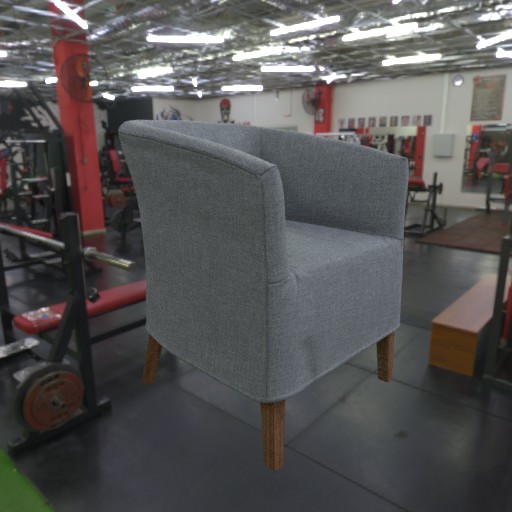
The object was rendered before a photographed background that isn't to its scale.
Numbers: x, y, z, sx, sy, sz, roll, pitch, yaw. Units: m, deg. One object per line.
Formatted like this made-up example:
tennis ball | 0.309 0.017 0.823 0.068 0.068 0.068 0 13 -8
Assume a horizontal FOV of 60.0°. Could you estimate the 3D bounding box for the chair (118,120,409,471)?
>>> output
chair | 0.000 0.000 1.287 0.668 0.771 0.600 13 20 42
